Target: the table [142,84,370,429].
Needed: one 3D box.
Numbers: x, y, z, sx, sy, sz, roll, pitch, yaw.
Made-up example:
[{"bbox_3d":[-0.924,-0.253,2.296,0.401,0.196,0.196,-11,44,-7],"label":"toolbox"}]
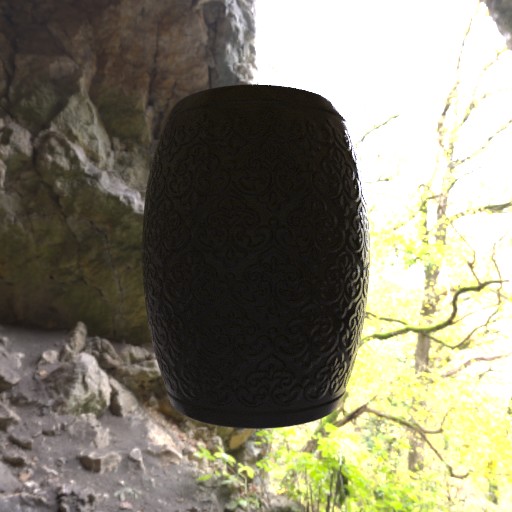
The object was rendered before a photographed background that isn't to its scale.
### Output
[{"bbox_3d":[0.000,0.000,0.619,0.309,0.397,0.309,0,0,0],"label":"table"}]
